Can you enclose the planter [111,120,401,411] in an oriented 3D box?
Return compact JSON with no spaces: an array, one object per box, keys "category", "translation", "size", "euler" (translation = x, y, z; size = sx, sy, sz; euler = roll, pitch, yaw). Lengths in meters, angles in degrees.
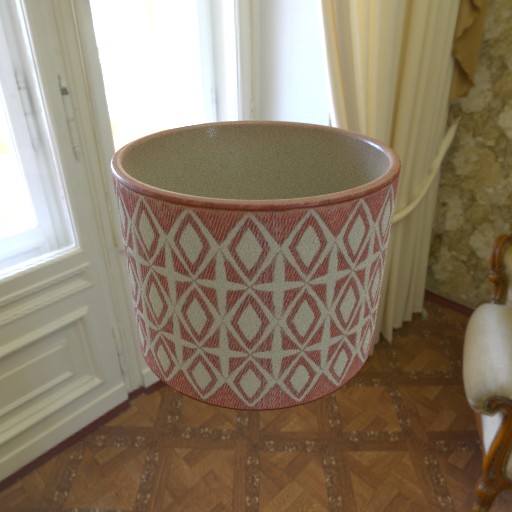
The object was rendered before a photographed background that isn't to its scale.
[{"category":"planter","translation":[0.000,0.000,0.490],"size":[0.273,0.237,0.273],"euler":[0,29,0]}]
